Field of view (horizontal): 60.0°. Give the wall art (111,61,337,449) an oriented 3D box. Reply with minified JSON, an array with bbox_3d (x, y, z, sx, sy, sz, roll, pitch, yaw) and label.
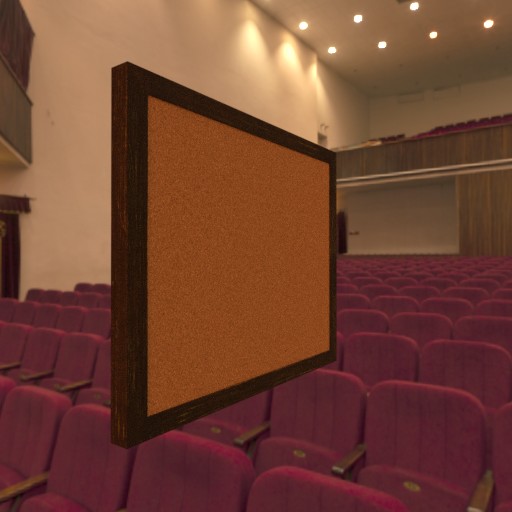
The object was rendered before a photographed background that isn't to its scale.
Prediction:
[{"bbox_3d":[0.000,0.000,0.757,0.032,0.457,0.558,0,0,36],"label":"wall art"}]
